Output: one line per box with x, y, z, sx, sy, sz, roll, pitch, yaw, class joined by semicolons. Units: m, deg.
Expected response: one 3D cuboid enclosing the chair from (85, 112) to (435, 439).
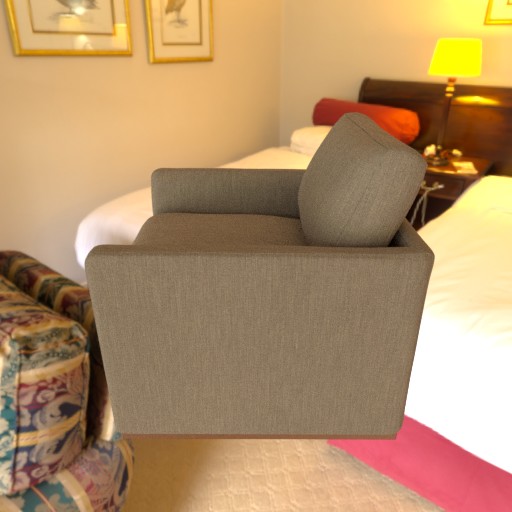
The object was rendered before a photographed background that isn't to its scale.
0.000;0.000;1.417;0.834;0.811;0.763;0;26;0;chair
